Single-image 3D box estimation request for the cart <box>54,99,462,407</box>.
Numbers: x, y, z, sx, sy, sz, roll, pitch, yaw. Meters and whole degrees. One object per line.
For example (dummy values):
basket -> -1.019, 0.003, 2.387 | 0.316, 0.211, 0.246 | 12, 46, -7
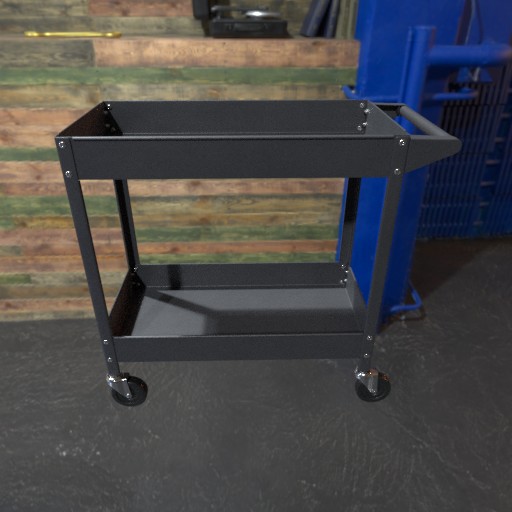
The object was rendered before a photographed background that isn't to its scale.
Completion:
cart -> 0.000, 0.000, 1.155 | 0.779, 0.719, 0.366 | -1, 30, -1
